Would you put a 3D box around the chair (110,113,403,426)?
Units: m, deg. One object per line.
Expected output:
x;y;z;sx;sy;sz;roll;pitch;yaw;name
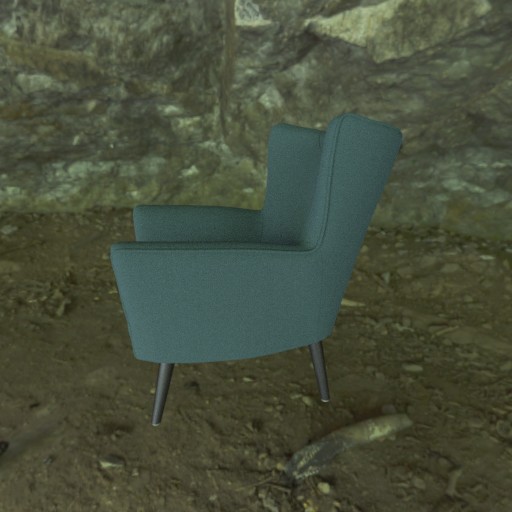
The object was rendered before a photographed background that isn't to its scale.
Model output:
0.000;0.000;1.574;0.888;0.933;0.781;-3;15;-10;chair
